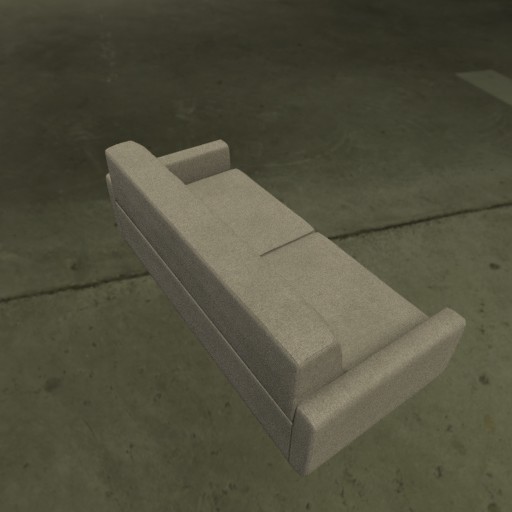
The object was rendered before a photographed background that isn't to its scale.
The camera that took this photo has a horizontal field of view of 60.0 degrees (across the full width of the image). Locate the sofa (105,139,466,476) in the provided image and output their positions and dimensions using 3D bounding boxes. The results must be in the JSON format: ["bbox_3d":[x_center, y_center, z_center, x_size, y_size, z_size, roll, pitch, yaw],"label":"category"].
[{"bbox_3d":[0.000,0.000,2.439,0.909,0.841,2.029,-25,47,-25],"label":"sofa"}]
